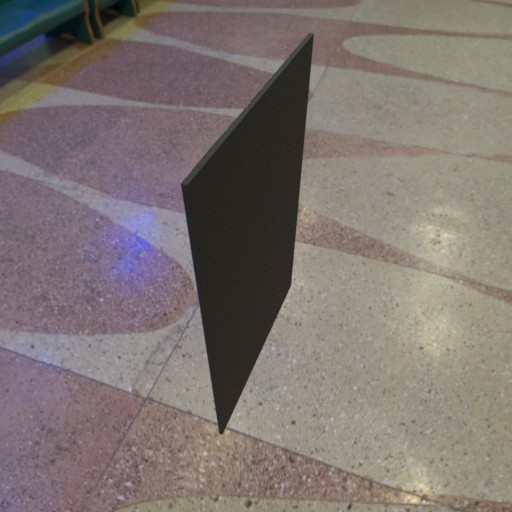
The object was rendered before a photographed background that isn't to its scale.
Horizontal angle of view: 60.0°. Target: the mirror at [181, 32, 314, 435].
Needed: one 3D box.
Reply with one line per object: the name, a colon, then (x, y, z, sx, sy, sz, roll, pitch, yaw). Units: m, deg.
mirror: (0.000, 0.000, 1.166, 0.039, 0.914, 0.613, 17, 49, 15)
